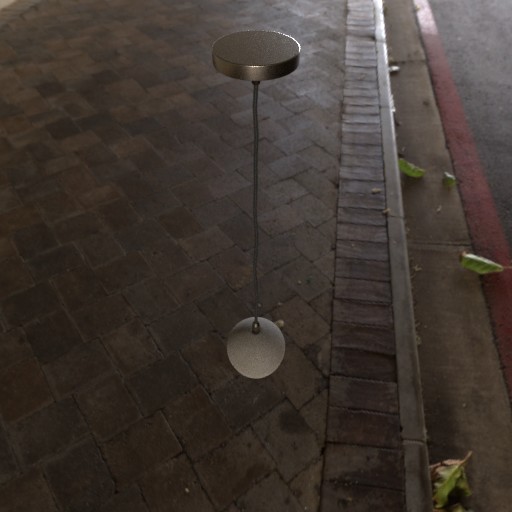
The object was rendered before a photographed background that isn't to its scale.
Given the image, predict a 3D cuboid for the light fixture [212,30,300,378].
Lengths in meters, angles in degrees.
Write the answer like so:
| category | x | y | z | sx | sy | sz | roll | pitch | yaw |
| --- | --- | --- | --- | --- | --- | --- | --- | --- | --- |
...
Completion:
| category | x | y | z | sx | sy | sz | roll | pitch | yaw |
| --- | --- | --- | --- | --- | --- | --- | --- | --- | --- |
| light fixture | 0.000 | 0.000 | 0.832 | 0.139 | 0.764 | 0.139 | 33 | 55 | 27 |
